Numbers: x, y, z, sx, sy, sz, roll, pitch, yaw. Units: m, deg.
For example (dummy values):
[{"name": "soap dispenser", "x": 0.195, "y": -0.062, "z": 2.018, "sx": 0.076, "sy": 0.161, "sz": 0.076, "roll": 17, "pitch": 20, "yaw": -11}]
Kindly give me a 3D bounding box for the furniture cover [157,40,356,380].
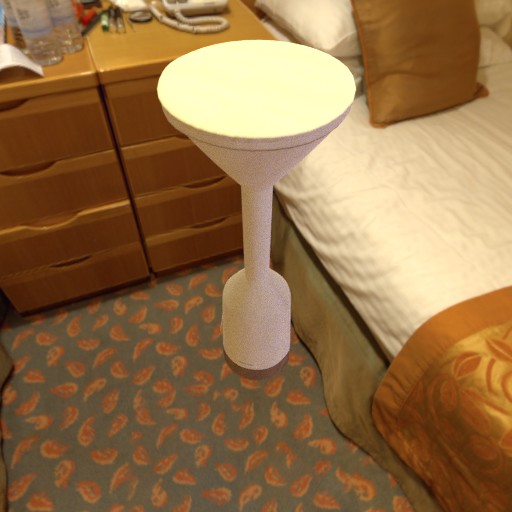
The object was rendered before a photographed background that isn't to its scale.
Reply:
[{"name": "furniture cover", "x": 0.000, "y": 0.000, "z": 2.930, "sx": 0.914, "sy": 2.413, "sz": 0.914, "roll": 17, "pitch": 50, "yaw": 15}]
